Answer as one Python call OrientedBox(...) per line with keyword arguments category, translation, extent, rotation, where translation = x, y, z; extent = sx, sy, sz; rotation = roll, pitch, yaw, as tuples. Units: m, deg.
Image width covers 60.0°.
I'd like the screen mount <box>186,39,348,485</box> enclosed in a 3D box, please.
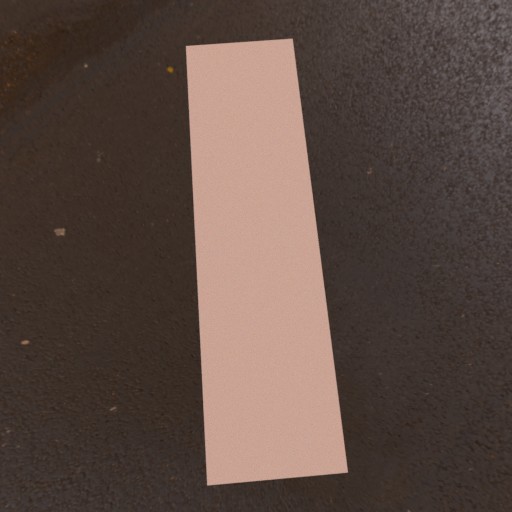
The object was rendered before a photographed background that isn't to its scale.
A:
OrientedBox(category="screen mount", translation=(0.000, 0.000, 1.753), extent=(0.400, 0.619, 1.490), rotation=(-5, 74, -1))
